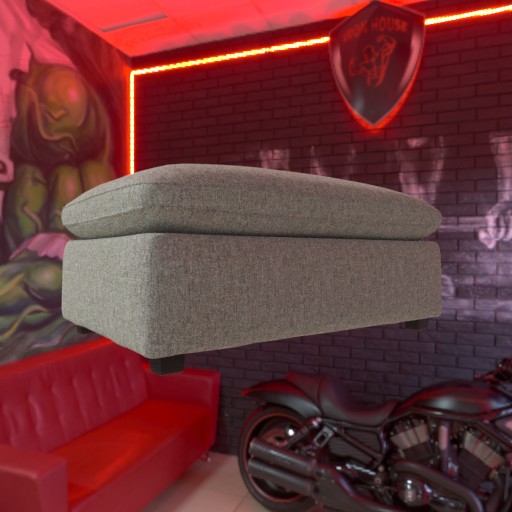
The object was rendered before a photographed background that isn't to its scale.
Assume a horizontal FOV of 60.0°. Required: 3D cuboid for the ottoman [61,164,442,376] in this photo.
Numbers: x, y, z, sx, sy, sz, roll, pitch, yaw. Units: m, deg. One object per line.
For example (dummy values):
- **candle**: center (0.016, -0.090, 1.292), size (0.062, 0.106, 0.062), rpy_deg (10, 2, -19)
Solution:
- **ottoman**: center (0.000, 0.000, 1.330), size (0.977, 0.451, 0.694), rpy_deg (0, 0, -36)
